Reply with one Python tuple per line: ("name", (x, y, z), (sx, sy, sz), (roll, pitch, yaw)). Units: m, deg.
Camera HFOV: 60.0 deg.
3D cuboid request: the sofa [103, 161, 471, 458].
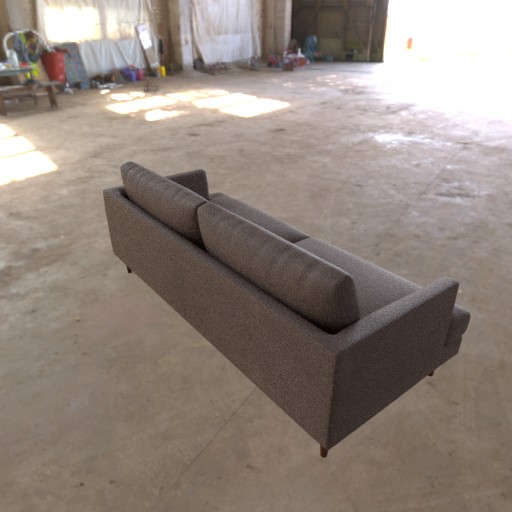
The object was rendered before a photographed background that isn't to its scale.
("sofa", (0.000, 0.000, 2.721), (1.020, 0.868, 2.250), (-20, 34, -33))
